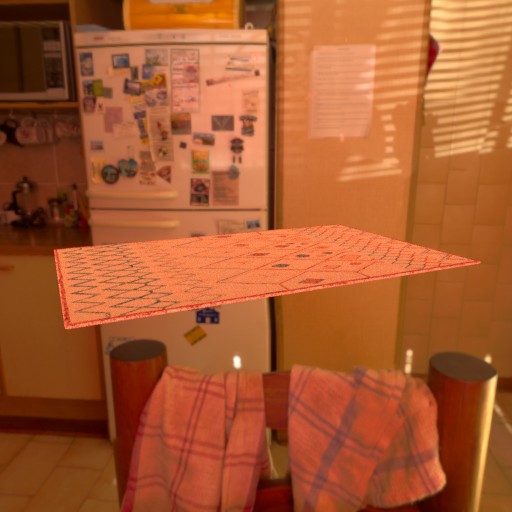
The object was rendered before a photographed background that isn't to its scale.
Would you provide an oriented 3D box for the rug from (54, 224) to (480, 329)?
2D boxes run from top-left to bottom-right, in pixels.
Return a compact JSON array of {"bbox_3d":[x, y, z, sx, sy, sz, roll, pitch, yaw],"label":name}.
[{"bbox_3d":[0.000,0.000,2.974,2.438,0.015,1.524,-7,15,-25],"label":"rug"}]
